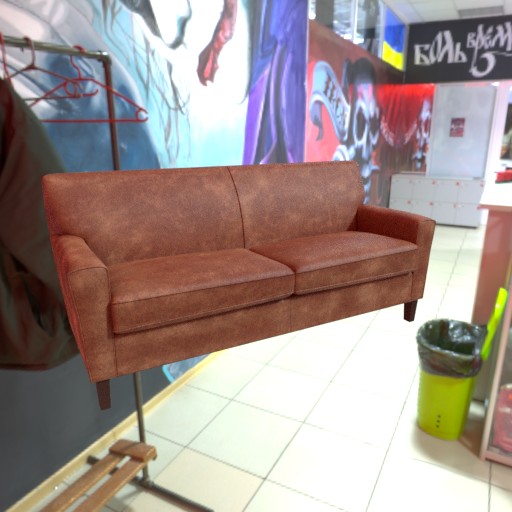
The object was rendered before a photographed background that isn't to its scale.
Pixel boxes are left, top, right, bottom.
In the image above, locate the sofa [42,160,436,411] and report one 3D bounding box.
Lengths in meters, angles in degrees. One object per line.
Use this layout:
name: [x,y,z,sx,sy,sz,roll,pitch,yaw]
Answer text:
sofa: [0.000,0.000,2.503,2.053,0.947,0.805,-9,18,-28]
